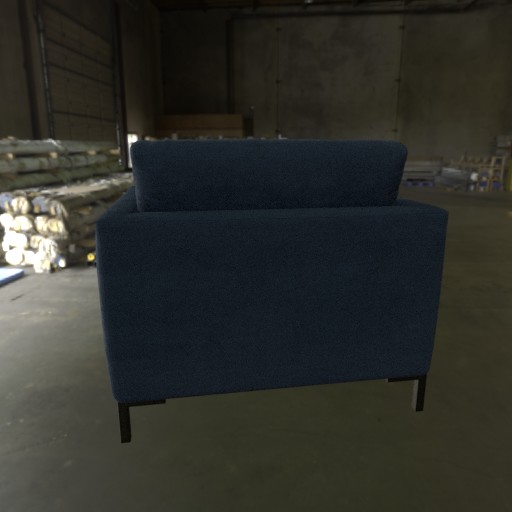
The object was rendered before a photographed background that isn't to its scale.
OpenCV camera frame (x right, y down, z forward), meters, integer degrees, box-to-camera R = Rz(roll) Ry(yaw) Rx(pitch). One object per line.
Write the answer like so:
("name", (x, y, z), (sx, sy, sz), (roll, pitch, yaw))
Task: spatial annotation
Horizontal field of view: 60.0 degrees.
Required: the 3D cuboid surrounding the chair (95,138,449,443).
("chair", (0.000, 0.000, 1.597), (0.964, 0.812, 0.875), (-2, 14, -9))
